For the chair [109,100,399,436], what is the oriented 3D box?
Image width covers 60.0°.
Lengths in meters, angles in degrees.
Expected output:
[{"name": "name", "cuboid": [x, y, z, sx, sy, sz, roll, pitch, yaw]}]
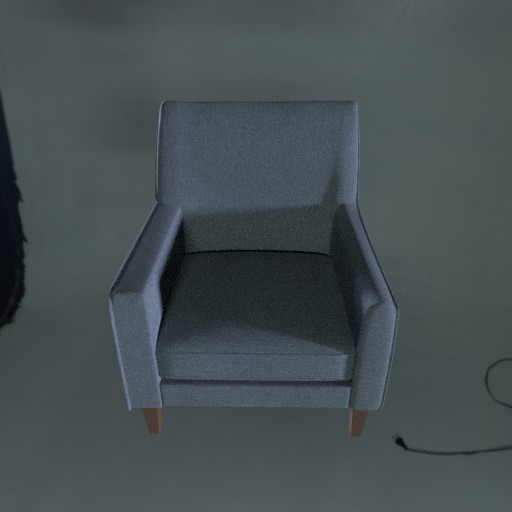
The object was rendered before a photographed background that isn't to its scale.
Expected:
[{"name": "chair", "cuboid": [0.000, 0.000, 1.581, 0.780, 0.919, 0.899, 0, 30, 1]}]
